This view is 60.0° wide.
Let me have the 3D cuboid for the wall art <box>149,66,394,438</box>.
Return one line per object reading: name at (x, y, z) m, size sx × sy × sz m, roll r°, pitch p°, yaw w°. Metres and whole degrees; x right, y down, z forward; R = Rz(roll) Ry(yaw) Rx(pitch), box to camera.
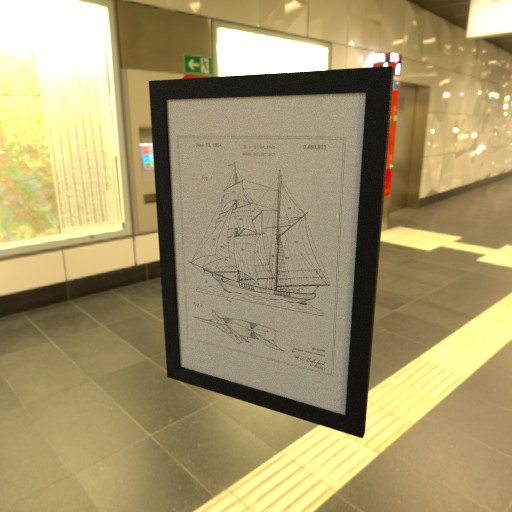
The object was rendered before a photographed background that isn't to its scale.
wall art at (0.000, 0.000, 0.603) m, size 0.326 × 0.459 × 0.011 m, roll 8°, pitch 18°, yaw 26°
